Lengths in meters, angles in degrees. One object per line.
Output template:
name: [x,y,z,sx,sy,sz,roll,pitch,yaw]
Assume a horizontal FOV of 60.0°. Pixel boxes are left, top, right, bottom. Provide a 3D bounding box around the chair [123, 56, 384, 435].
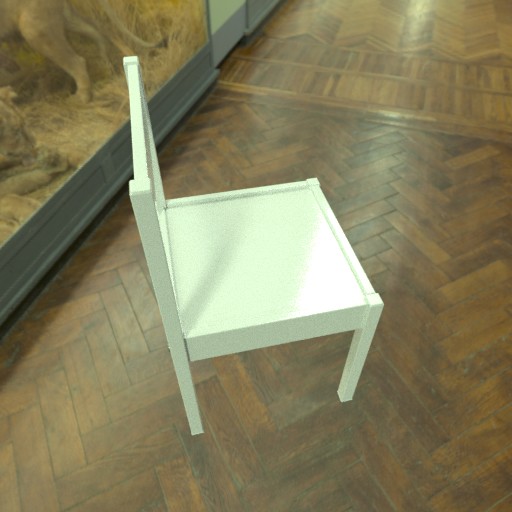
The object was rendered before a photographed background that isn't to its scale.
chair: [0.000,0.000,0.669,0.285,0.505,0.285,-9,47,-9]
